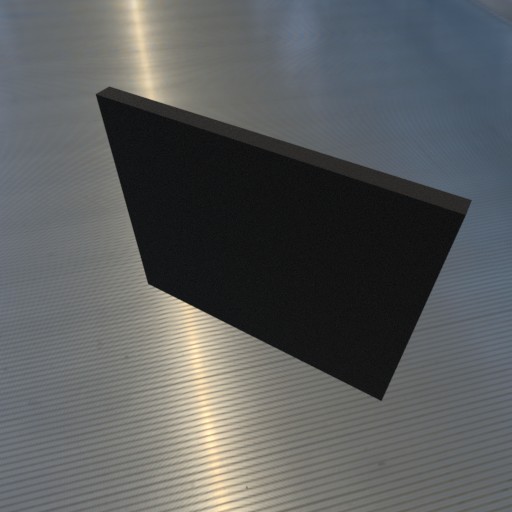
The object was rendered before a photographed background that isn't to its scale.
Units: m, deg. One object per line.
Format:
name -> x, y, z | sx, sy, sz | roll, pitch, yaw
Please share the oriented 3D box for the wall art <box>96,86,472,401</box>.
wall art -> 0.000, 0.000, 0.763 | 0.558, 0.457, 0.031 | 23, 51, 20
